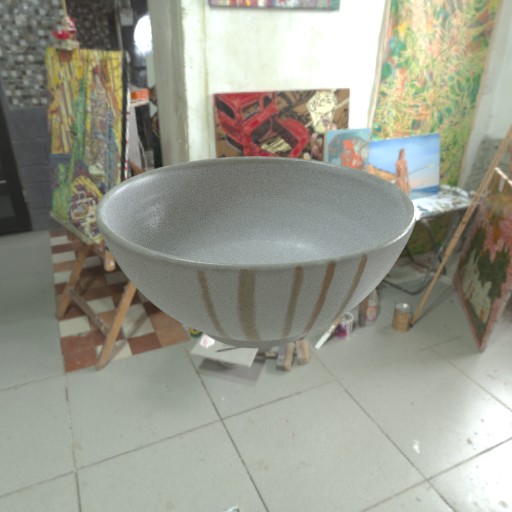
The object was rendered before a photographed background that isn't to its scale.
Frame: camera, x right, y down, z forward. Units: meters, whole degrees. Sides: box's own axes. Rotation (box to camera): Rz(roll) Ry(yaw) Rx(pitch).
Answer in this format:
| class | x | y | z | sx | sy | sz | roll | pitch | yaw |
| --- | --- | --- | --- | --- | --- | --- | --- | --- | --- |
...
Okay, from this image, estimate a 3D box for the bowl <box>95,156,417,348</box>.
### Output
| class | x | y | z | sx | sy | sz | roll | pitch | yaw |
| --- | --- | --- | --- | --- | --- | --- | --- | --- | --- |
| bowl | 0.000 | 0.000 | 0.414 | 0.268 | 0.121 | 0.268 | 0 | 27 | 0 |
